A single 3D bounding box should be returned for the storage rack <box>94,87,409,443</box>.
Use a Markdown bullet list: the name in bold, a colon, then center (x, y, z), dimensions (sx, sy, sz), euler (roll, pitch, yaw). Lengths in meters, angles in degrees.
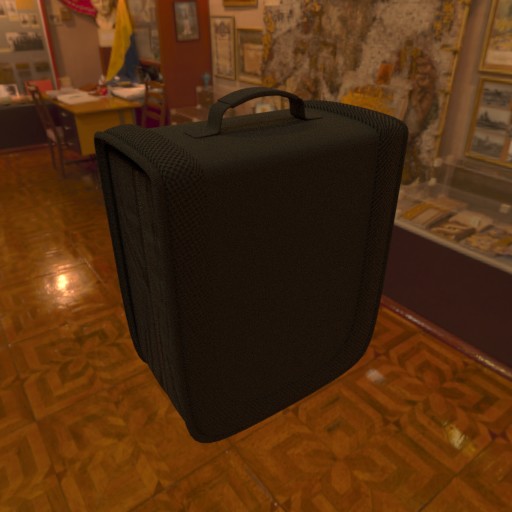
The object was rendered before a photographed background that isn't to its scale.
- **storage rack**: center (0.000, 0.000, 0.542), dimensions (0.297, 0.387, 0.168), euler (-18, 34, -29)
